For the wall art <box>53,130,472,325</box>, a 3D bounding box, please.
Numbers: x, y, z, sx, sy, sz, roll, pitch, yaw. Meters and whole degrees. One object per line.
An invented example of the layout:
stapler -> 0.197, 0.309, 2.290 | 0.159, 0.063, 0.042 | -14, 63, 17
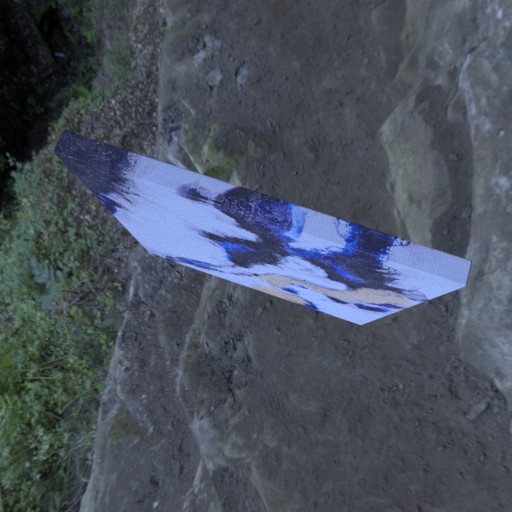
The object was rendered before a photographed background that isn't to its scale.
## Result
wall art -> 0.000, 0.000, 0.914 | 0.609, 0.609, 0.039 | 18, 77, 4
